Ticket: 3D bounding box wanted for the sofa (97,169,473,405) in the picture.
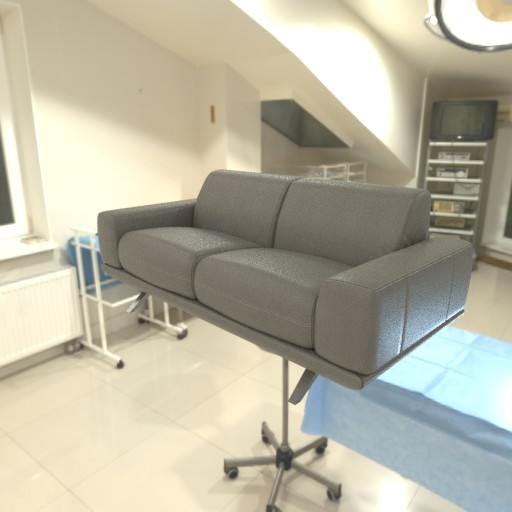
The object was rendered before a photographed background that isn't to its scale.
[{"bbox_3d":[0.000,0.000,2.357,1.901,0.772,0.900,16,22,43],"label":"sofa"}]
